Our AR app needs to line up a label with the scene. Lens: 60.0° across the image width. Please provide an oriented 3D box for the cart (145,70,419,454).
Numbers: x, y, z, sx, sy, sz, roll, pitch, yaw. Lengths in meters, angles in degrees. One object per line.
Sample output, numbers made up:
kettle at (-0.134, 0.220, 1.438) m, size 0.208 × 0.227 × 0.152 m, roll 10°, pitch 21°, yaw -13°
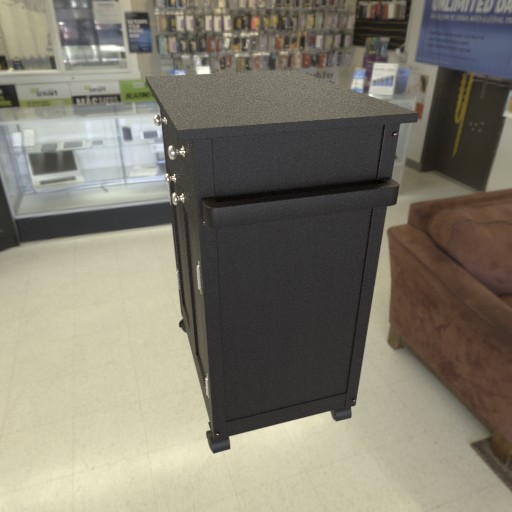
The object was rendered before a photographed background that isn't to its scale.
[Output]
cart at (0.000, 0.000, 1.249) m, size 0.456 × 0.879 × 0.660 m, roll -9°, pitch 31°, yaw -15°
